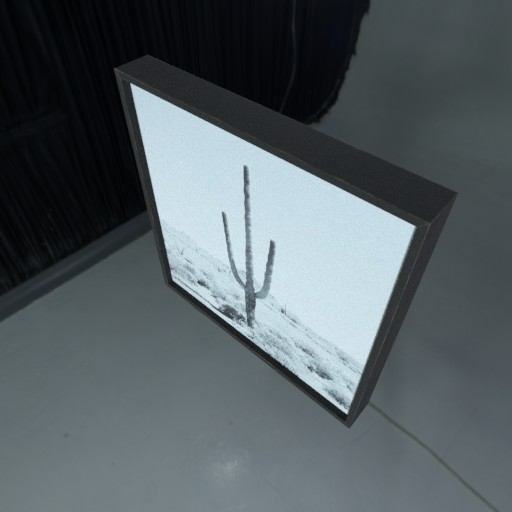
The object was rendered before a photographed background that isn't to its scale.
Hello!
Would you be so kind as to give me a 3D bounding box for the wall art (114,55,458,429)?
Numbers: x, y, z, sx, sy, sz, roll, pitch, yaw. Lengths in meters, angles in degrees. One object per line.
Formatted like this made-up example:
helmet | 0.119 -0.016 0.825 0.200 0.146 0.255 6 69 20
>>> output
wall art | 0.000 0.000 0.448 0.305 0.305 0.038 33 55 27
